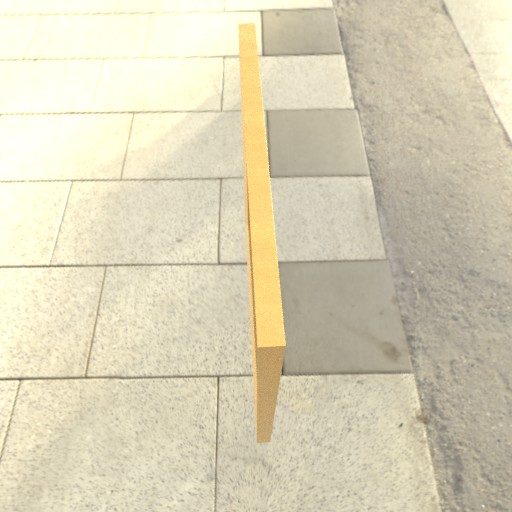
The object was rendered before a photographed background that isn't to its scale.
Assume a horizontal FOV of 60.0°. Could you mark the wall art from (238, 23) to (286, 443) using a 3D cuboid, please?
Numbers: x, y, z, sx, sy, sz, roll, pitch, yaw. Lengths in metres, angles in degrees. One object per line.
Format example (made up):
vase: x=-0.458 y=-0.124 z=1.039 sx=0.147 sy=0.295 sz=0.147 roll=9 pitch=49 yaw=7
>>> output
wall art: x=0.000 y=0.000 z=2.849 sx=0.097 sy=1.936 sz=1.935 roll=-3 pitch=58 yaw=-2
